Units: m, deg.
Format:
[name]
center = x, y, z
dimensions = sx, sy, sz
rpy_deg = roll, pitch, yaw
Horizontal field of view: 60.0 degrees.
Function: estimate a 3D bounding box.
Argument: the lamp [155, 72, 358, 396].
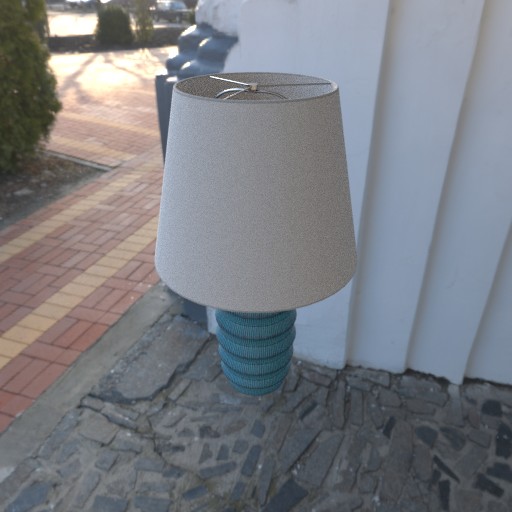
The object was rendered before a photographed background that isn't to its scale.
[lamp]
center = 0.000, 0.000, 0.794
dimensions = 0.355, 0.582, 0.355
rpy_deg = 0, 31, 0
